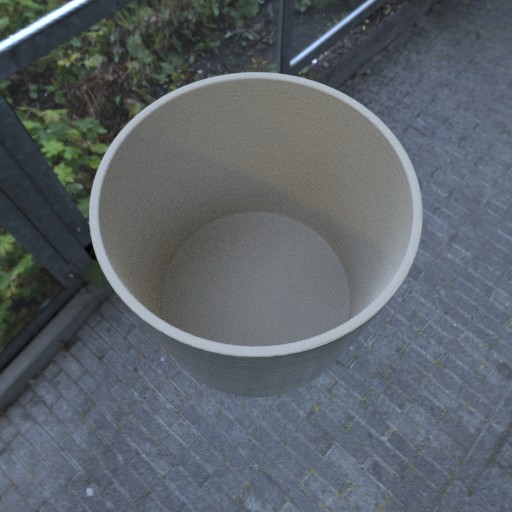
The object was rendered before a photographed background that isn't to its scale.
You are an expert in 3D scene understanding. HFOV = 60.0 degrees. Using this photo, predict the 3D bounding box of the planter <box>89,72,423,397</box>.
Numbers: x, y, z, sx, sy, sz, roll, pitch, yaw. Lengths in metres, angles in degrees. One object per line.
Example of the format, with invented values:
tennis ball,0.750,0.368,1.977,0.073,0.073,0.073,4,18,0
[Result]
planter,0.000,0.000,0.388,0.221,0.201,0.221,0,65,0
